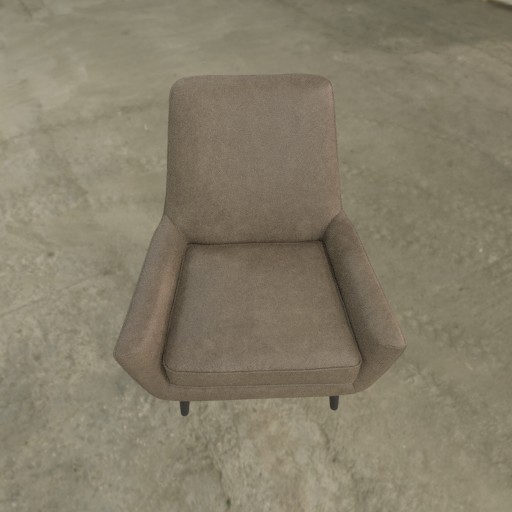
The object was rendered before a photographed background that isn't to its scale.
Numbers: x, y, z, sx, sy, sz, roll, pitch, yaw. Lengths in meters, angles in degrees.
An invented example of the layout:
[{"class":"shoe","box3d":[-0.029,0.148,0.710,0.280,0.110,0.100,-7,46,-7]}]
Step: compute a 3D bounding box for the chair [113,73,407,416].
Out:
[{"class":"chair","box3d":[0.000,0.000,1.468,0.787,0.888,0.824,-2,47,-2]}]
